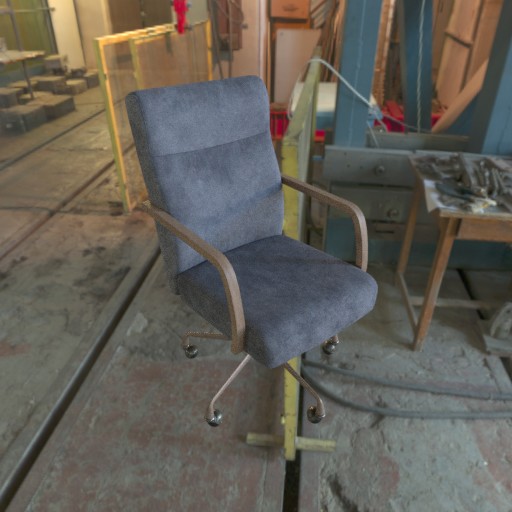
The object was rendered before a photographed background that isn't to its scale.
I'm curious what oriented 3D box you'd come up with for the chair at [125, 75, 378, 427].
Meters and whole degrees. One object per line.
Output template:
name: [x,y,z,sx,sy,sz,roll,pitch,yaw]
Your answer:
chair: [0.000,0.000,1.498,0.640,1.029,0.741,-22,38,-32]
